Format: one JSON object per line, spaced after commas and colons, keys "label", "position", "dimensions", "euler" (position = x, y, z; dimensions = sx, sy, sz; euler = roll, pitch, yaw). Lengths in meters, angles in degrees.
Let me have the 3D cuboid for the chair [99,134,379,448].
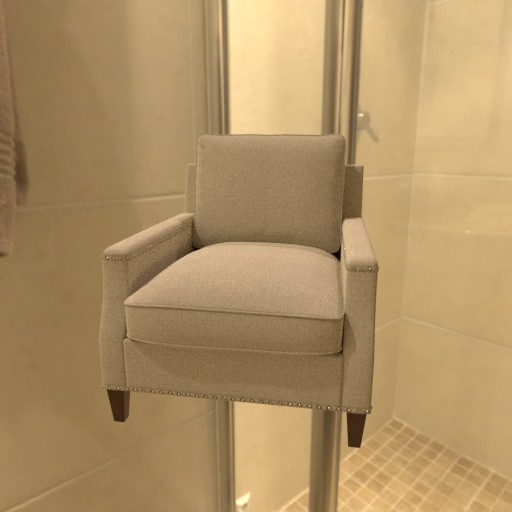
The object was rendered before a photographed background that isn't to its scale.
{"label": "chair", "position": [0.000, 0.000, 1.732], "dimensions": [0.853, 0.943, 1.014], "euler": [2, 14, 9]}
